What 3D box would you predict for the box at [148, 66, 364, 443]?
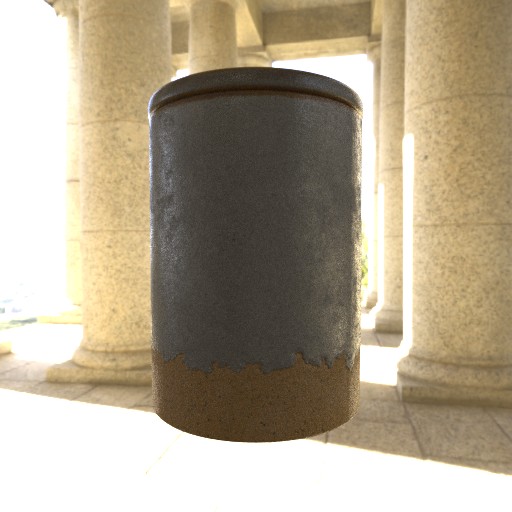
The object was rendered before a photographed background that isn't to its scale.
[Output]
[{"bbox_3d":[0.000,0.000,0.250,0.118,0.168,0.118,0,1,0],"label":"box"}]
